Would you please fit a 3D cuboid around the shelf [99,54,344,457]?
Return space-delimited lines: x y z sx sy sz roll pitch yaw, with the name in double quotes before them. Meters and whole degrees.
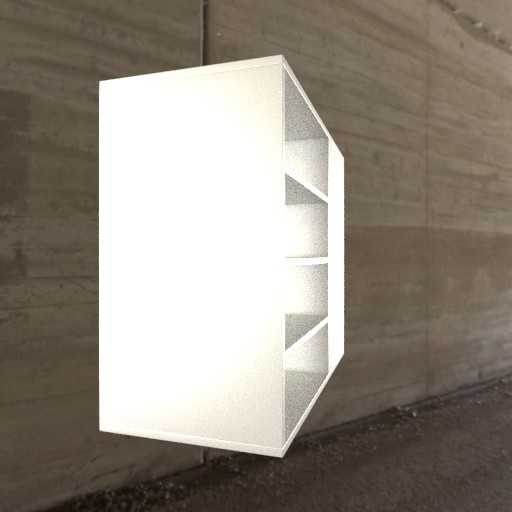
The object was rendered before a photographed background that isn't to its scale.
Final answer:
"shelf" 0.000 0.000 1.291 0.396 0.732 0.895 0 0 18
